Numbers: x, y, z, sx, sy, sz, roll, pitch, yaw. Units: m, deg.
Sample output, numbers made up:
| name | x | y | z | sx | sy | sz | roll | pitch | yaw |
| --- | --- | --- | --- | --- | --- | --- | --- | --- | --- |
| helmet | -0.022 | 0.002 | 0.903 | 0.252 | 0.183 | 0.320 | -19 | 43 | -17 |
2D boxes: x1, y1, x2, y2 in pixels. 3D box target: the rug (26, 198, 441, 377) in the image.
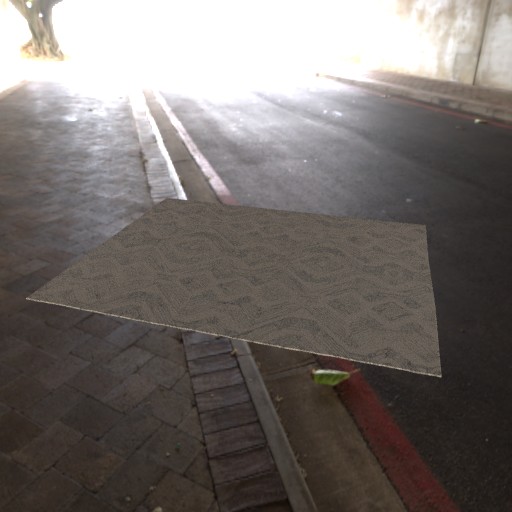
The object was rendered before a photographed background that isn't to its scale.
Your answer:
| name | x | y | z | sx | sy | sz | roll | pitch | yaw |
| --- | --- | --- | --- | --- | --- | --- | --- | --- | --- |
| rug | 0.000 | 0.000 | 4.077 | 3.054 | 0.030 | 2.430 | 8 | 28 | 15 |
